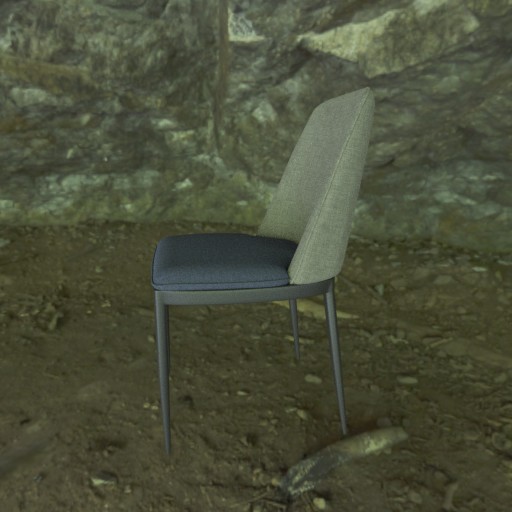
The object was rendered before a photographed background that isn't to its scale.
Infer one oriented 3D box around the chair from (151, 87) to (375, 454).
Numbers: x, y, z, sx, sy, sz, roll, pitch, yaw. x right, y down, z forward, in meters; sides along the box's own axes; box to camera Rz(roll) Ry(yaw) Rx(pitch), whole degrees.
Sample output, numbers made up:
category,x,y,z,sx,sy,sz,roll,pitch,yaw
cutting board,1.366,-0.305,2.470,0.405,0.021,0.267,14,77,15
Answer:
category,x,y,z,sx,sy,sz,roll,pitch,yaw
chair,0.000,0.000,1.204,0.550,0.855,0.488,-3,13,-11
